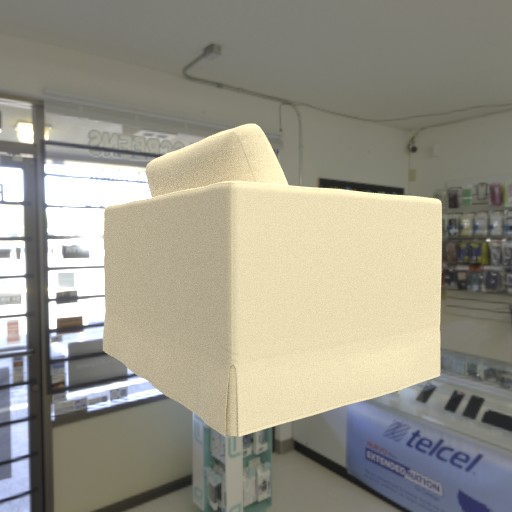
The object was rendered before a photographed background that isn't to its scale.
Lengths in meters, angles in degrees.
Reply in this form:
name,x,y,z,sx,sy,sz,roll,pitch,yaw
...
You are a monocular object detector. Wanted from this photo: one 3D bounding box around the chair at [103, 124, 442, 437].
name,x,y,z,sx,sy,sz,roll,pitch,yaw
chair,0.000,0.000,1.837,0.957,0.878,1.150,-1,3,-35
